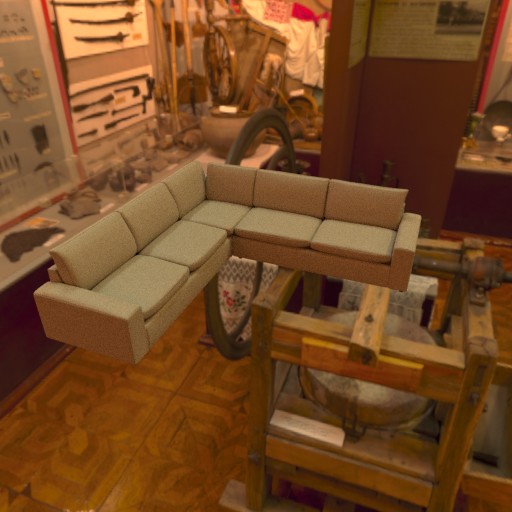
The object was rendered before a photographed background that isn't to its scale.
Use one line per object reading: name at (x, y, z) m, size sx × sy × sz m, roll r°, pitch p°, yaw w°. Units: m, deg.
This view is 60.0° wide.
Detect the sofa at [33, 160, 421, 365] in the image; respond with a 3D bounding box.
sofa at (0.000, 0.000, 4.135) m, size 2.742 × 0.800 × 2.622 m, roll 12°, pitch 33°, yaw 19°
